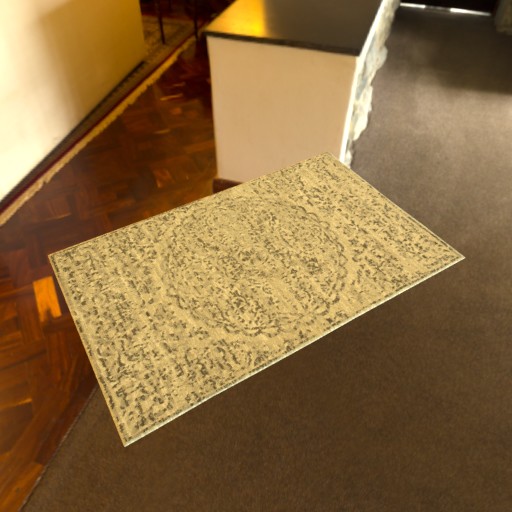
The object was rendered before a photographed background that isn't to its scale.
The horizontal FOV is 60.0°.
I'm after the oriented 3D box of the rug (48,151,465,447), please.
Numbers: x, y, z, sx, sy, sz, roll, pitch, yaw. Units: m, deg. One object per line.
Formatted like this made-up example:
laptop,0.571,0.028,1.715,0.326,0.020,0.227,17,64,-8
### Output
rug,0.000,0.000,3.059,2.447,0.021,1.527,-24,51,-21
